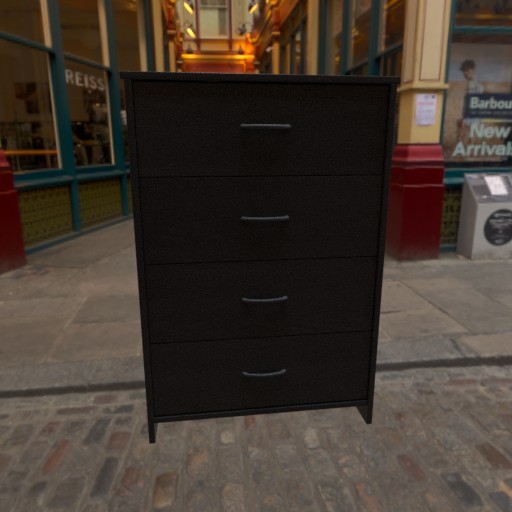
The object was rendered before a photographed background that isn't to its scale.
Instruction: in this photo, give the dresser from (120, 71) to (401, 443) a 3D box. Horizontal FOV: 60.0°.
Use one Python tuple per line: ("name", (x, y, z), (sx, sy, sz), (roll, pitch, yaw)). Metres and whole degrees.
("dresser", (0.000, 0.000, 1.394), (0.700, 1.020, 0.398), (-2, 15, -8))
